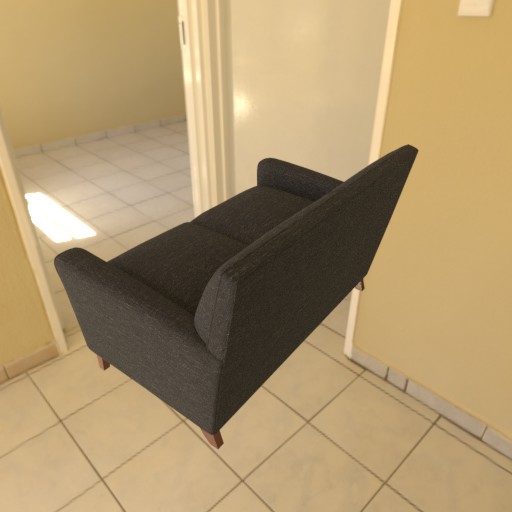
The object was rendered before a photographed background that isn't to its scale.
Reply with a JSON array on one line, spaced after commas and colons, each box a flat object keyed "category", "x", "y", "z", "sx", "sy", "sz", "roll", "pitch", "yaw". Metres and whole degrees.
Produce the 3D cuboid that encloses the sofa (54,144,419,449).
[{"category": "sofa", "x": 0.000, "y": 0.000, "z": 2.016, "sx": 0.875, "sy": 0.846, "sz": 1.420, "roll": 21, "pitch": 37, "yaw": 31}]
